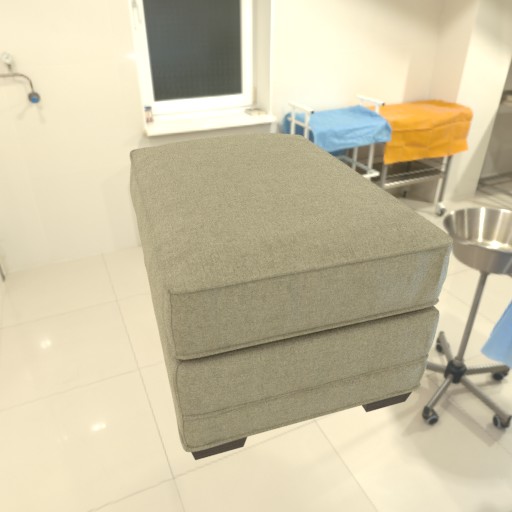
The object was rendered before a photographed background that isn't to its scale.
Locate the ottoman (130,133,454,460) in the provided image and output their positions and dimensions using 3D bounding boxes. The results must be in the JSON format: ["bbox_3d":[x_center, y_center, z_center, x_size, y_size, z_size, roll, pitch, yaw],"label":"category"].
[{"bbox_3d":[0.000,0.000,1.236,0.611,0.508,0.848,-9,32,-15],"label":"ottoman"}]
